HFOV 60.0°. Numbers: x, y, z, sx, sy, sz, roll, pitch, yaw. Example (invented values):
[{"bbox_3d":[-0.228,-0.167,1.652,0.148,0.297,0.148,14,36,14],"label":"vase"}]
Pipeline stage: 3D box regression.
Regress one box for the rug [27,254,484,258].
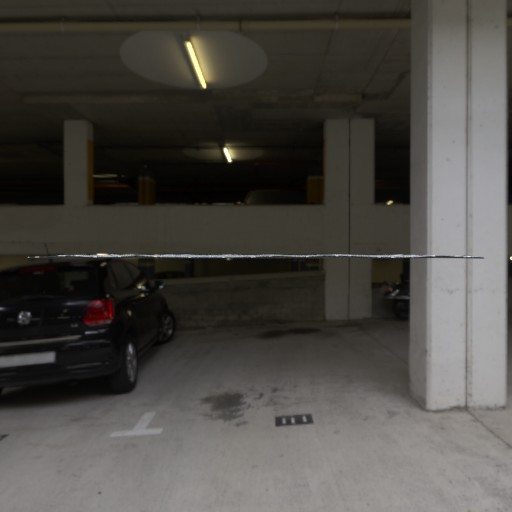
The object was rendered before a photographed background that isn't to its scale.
[{"bbox_3d":[0.000,0.000,3.127,2.448,0.017,1.529,0,0,1],"label":"rug"}]
